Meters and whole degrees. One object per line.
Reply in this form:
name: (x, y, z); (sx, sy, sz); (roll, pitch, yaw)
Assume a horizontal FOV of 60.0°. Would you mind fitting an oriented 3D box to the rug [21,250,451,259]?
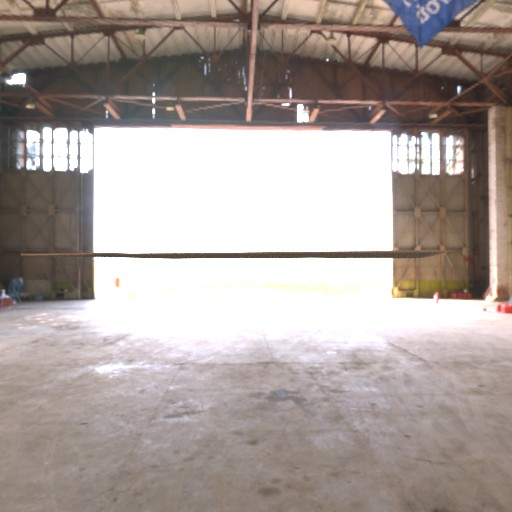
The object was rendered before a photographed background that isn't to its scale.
rug: (0.000, 0.000, 4.113); (3.057, 0.021, 2.431); (0, -1, 17)
